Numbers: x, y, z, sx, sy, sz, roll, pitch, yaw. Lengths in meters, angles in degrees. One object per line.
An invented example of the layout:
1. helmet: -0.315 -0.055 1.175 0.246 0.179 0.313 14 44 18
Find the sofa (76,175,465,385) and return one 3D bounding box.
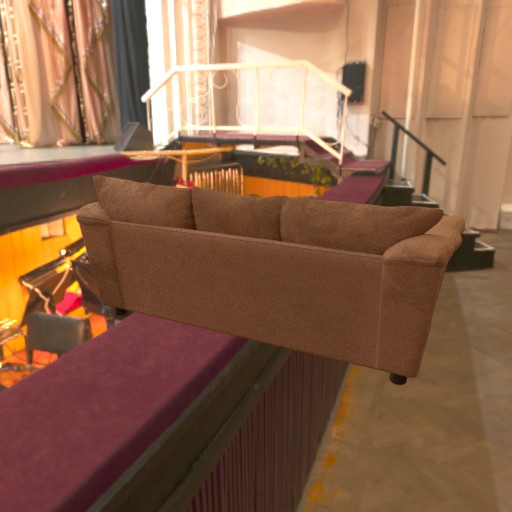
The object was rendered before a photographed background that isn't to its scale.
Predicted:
1. sofa: 0.000 0.000 2.863 2.377 0.981 0.893 8 19 25
